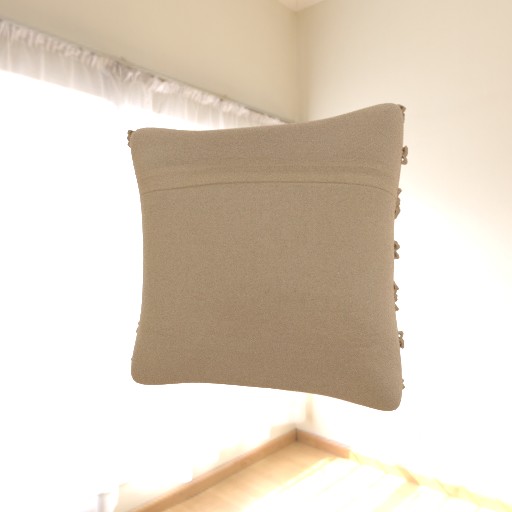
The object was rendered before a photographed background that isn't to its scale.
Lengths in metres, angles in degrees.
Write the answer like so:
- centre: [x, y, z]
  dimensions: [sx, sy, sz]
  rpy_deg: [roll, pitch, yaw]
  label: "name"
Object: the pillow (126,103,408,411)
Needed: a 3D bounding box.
- centre: [0.000, 0.000, 0.675]
  dimensions: [0.437, 0.427, 0.145]
  rpy_deg: [0, 1, 17]
  label: "pillow"
